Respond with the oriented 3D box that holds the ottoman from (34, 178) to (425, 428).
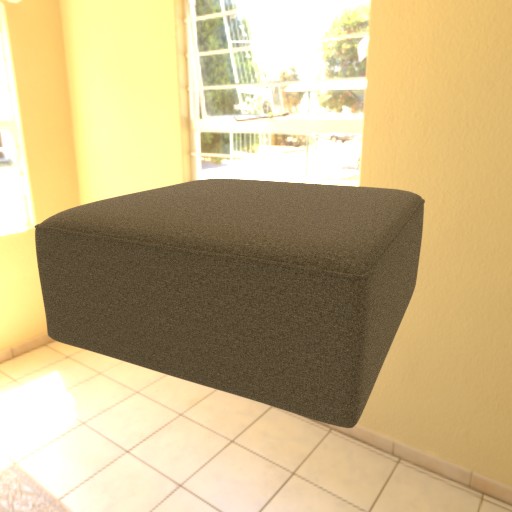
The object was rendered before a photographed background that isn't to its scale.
[{"bbox_3d":[0.000,0.000,1.570,1.005,0.464,1.015,8,19,25],"label":"ottoman"}]
